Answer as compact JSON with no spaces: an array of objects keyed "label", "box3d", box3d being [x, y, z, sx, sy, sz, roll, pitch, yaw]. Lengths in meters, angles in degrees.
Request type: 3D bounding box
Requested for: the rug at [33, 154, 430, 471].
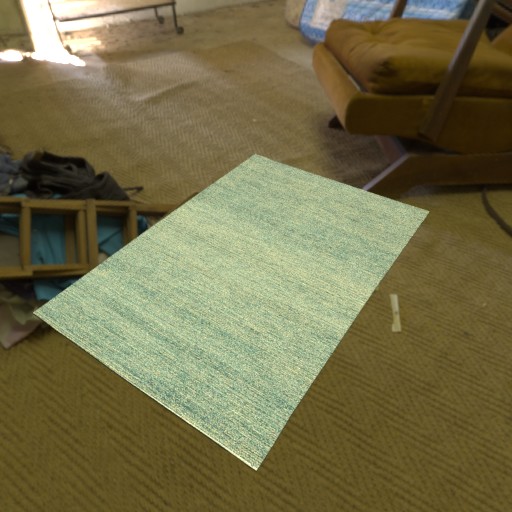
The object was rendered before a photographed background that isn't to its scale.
[{"label":"rug","box3d":[0.000,0.000,5.212,2.802,0.052,4.078,25,47,25]}]
